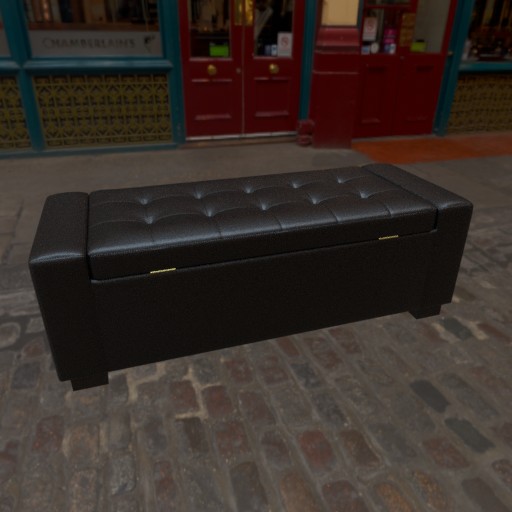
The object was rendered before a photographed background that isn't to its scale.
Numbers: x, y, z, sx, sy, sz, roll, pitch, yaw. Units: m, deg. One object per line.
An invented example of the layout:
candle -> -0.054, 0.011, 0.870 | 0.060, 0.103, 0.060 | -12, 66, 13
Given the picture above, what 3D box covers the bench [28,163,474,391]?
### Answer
bench -> 0.000, 0.000, 1.520 | 1.296, 0.445, 0.508 | -8, 28, -16
